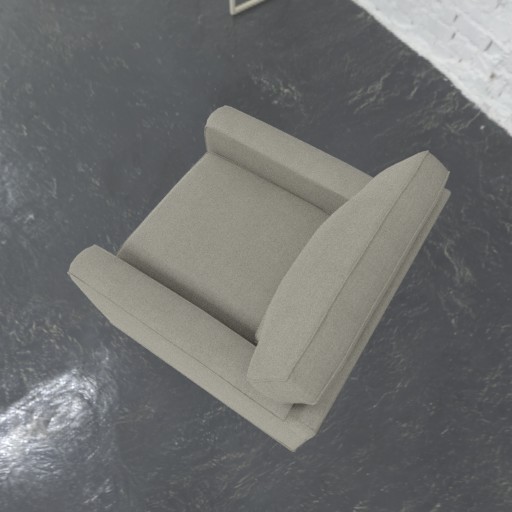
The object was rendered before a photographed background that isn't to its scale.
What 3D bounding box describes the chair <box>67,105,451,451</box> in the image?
[{"bbox_3d":[0.000,0.000,1.779,1.044,0.934,0.999,31,67,14],"label":"chair"}]
